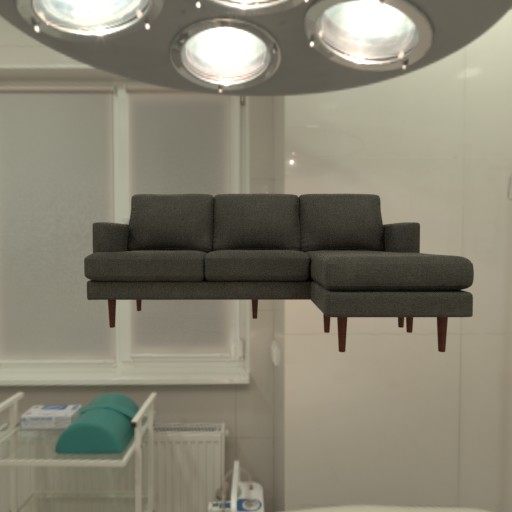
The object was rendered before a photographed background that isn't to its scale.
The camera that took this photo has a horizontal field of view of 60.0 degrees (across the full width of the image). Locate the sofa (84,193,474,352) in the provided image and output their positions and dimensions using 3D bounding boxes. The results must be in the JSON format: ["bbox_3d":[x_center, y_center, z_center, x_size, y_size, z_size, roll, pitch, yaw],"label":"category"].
[{"bbox_3d":[0.000,0.000,2.986,2.233,0.956,1.504,0,2,0],"label":"sofa"}]
